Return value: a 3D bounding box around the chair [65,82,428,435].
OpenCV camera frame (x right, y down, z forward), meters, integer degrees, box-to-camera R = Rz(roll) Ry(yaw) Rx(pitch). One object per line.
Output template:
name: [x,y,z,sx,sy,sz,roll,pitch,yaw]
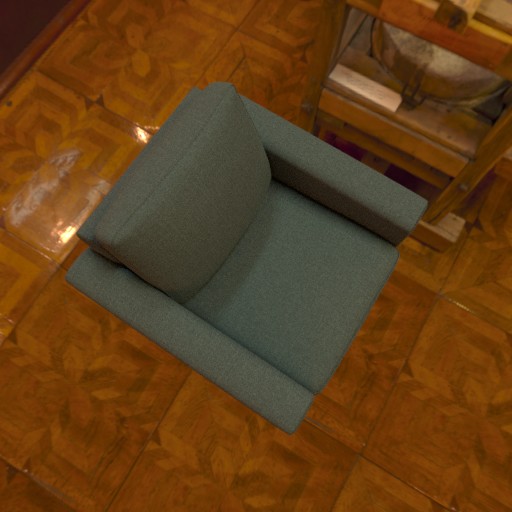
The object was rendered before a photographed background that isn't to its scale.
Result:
chair: [0.000,0.000,1.855,1.038,1.010,1.024,32,77,9]
